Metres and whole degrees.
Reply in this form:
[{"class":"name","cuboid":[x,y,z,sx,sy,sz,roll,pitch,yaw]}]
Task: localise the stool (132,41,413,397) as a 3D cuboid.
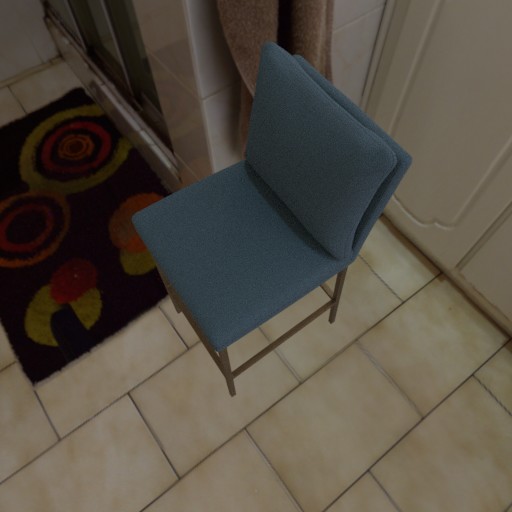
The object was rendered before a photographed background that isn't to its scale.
[{"class":"stool","cuboid":[0.000,0.000,1.414,0.568,1.124,0.463,-31,66,-15]}]
